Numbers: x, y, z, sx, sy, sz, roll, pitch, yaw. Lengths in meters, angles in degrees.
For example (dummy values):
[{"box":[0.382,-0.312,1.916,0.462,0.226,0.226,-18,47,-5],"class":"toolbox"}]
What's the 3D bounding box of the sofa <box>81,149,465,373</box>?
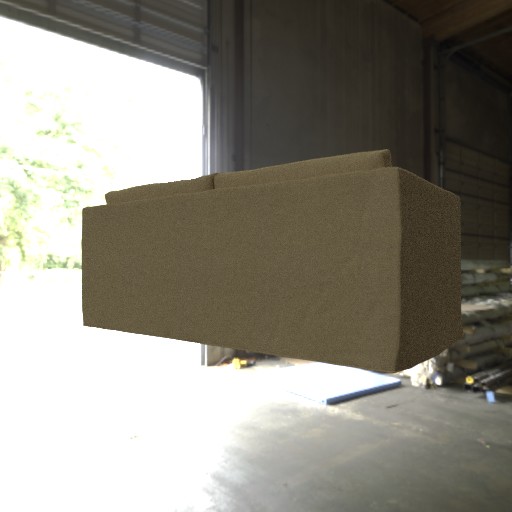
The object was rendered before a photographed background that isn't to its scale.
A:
[{"box":[0.000,0.000,2.449,1.959,0.835,0.962,-1,-1,37],"class":"sofa"}]
